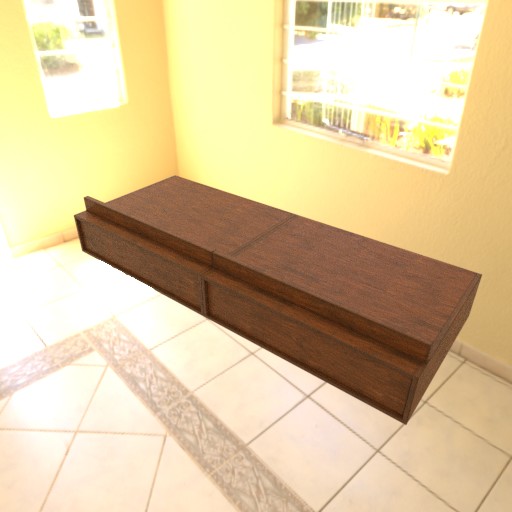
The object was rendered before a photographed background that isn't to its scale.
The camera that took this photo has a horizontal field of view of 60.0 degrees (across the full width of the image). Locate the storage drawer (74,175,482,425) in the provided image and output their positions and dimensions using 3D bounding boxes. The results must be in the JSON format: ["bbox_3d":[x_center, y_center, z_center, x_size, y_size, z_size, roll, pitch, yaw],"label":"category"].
[{"bbox_3d":[0.000,0.000,2.221,1.914,0.339,0.774,22,38,32],"label":"storage drawer"}]
